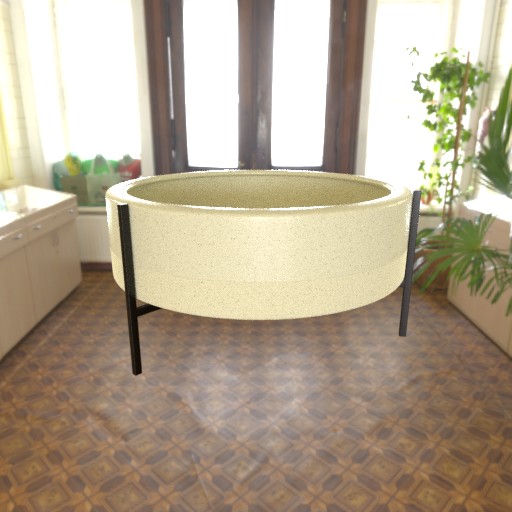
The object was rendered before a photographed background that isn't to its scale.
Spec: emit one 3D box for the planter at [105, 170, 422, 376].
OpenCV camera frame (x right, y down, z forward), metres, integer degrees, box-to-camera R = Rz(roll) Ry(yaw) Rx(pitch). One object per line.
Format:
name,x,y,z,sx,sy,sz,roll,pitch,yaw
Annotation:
planter,0.000,0.000,0.530,0.336,0.171,0.345,16,23,42
